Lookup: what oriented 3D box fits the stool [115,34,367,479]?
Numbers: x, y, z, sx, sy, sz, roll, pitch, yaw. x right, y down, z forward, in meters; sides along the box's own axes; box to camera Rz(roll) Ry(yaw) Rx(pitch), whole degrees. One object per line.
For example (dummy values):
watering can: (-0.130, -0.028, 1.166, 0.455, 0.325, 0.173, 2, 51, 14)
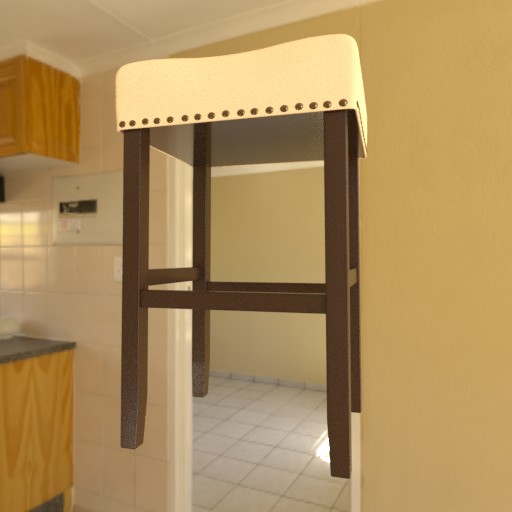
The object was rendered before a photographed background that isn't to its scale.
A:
stool: (0.000, 0.000, 0.992, 0.471, 0.762, 0.401, 0, 0, 16)
